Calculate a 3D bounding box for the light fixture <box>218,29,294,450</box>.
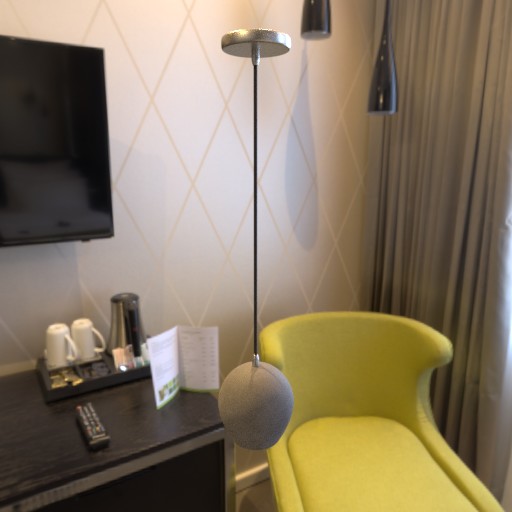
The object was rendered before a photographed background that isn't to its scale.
[{"bbox_3d":[0.000,0.000,0.839,0.153,0.760,0.153,6,14,27],"label":"light fixture"}]
